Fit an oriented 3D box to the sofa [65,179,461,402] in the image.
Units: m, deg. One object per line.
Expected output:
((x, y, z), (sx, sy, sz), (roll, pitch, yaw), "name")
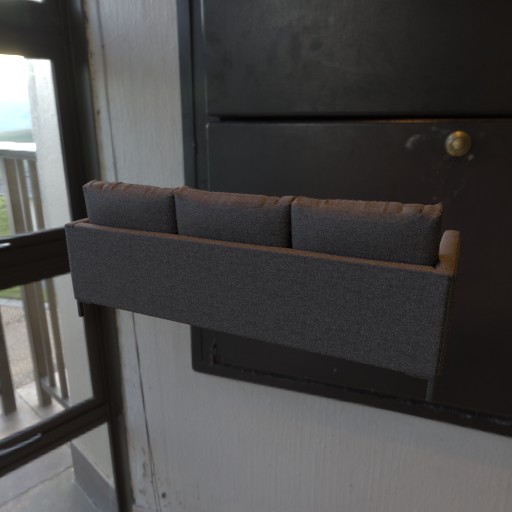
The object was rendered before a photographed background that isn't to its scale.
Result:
((0.000, 0.000, 2.709), (2.253, 0.882, 0.876), (8, 18, 24), "sofa")
